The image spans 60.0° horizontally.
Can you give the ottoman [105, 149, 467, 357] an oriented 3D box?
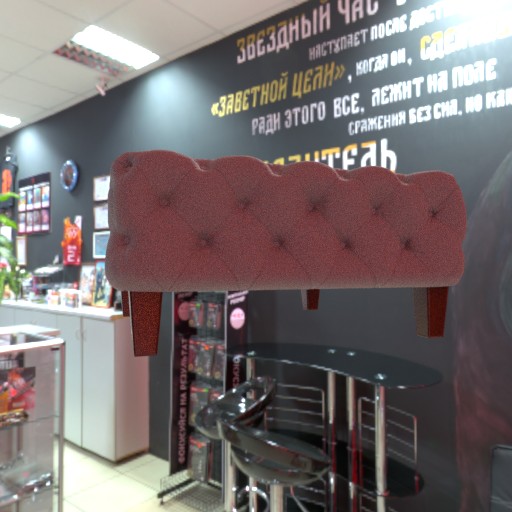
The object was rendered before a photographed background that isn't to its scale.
[{"bbox_3d":[0.000,0.000,1.420,0.917,0.439,0.911,0,-1,-18],"label":"ottoman"}]
